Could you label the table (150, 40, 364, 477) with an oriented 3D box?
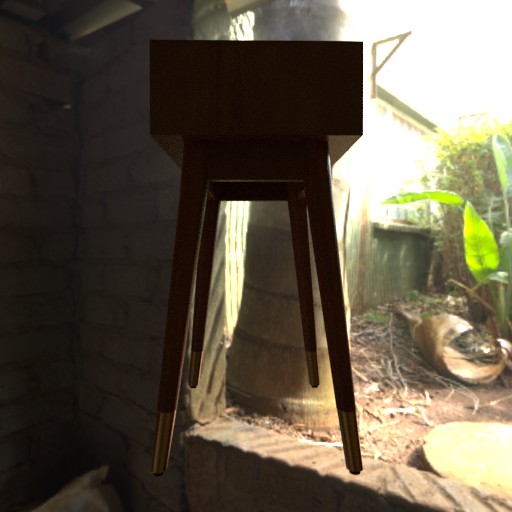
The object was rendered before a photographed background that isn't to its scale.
[{"bbox_3d":[0.000,0.000,0.804,0.300,0.599,0.406,0,1,-1],"label":"table"}]
